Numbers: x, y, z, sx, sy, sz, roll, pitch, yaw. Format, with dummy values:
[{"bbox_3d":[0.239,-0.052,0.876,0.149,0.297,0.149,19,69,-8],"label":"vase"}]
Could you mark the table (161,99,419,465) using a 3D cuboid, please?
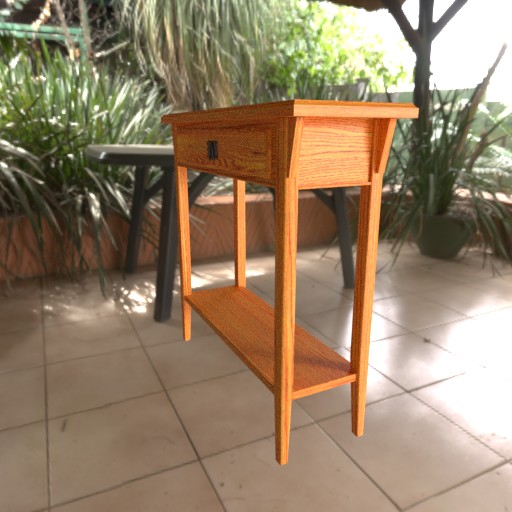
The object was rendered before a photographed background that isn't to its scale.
[{"bbox_3d":[0.000,0.000,1.141,0.254,0.711,0.762,-8,17,-25],"label":"table"}]
